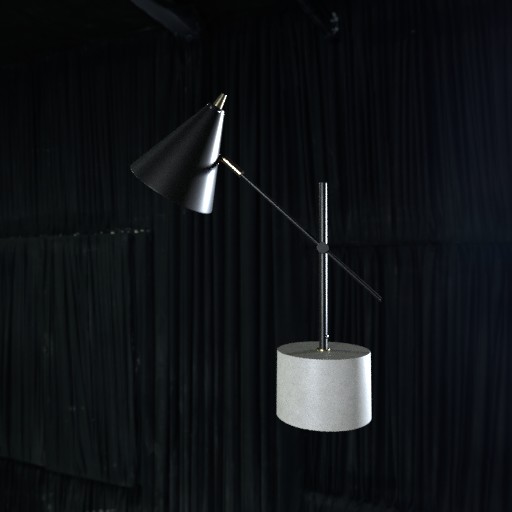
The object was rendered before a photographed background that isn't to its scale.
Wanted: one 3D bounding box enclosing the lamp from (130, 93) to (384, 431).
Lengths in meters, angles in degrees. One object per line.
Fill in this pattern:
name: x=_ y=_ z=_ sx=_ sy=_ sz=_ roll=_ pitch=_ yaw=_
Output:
lamp: x=0.000 y=0.000 z=0.735 sx=0.403 sy=0.518 sz=0.214 roll=0 pitch=-1 yaw=19
